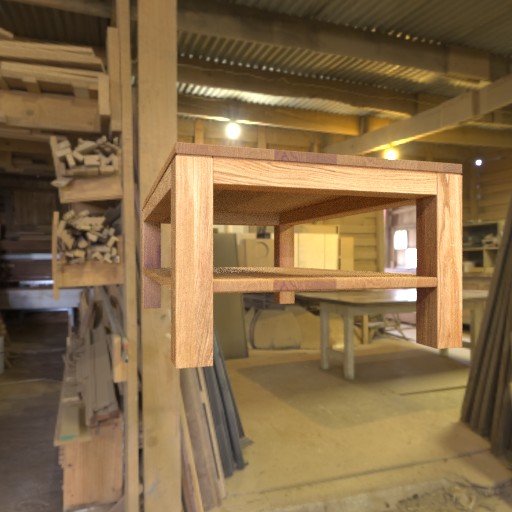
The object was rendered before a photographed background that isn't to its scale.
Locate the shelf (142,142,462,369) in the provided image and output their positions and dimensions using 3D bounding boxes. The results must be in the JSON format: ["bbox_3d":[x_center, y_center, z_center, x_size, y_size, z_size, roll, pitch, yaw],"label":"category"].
[{"bbox_3d":[0.000,0.000,1.532,0.700,0.450,1.150,0,0,-18],"label":"shelf"}]
